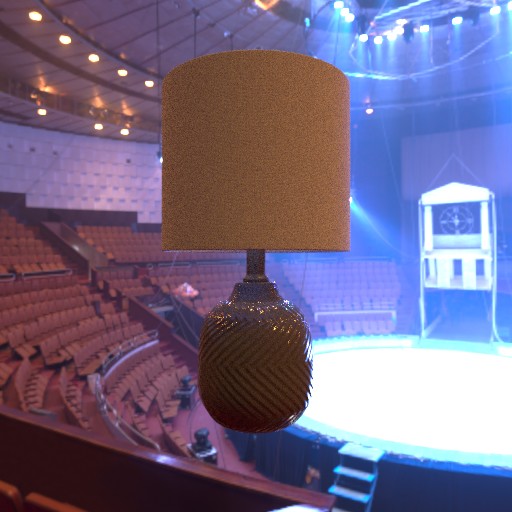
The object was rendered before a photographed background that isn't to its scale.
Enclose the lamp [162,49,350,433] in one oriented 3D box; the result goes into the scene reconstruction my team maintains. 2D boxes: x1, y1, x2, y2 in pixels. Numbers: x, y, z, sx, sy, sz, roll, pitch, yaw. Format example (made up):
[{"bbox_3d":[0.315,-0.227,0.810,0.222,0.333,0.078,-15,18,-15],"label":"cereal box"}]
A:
[{"bbox_3d":[0.000,0.000,0.496,0.207,0.366,0.207,0,0,18],"label":"lamp"}]
